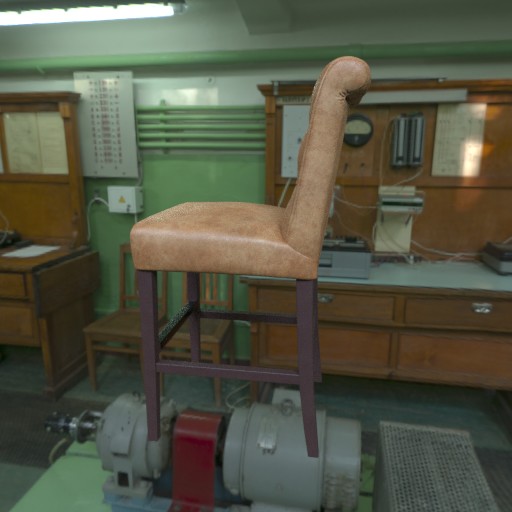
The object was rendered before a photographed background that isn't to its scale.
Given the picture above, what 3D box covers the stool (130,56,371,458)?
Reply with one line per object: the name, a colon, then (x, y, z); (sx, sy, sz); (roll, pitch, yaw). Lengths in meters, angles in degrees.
stool: (0.000, 0.000, 1.356); (0.601, 1.047, 0.493); (2, 14, 9)
